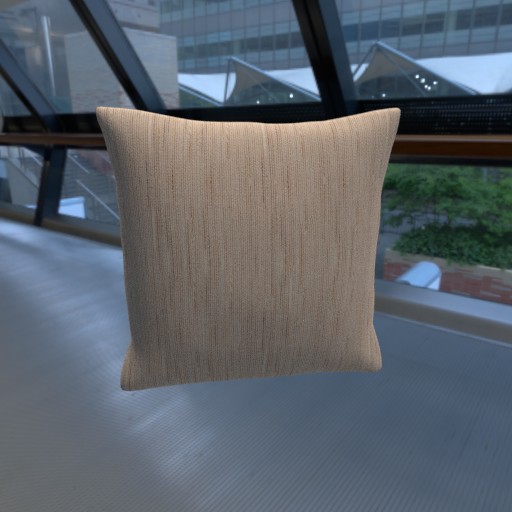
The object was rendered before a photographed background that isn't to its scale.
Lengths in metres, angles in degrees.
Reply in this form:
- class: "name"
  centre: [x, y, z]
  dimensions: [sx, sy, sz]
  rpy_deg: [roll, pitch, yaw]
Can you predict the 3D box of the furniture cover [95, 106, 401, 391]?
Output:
- class: "furniture cover"
  centre: [0.000, 0.000, 0.794]
  dimensions: [0.512, 0.506, 0.178]
  rpy_deg: [-2, 17, -8]
